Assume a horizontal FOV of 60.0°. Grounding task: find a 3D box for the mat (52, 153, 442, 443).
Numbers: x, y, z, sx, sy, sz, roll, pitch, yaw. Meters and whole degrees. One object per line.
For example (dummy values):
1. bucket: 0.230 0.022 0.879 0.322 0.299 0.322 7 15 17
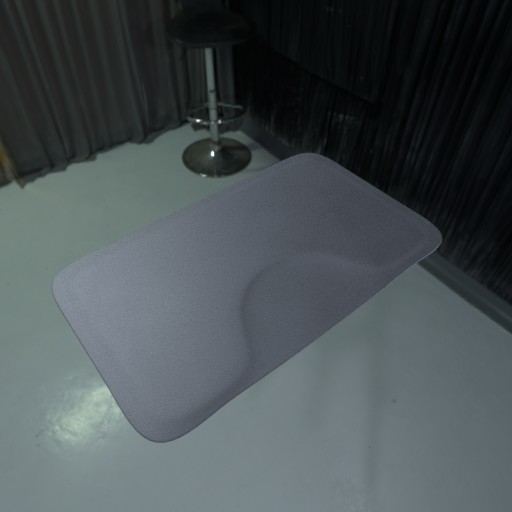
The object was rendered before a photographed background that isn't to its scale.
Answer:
1. mat: 0.000 0.000 1.887 1.524 0.013 0.918 -30 54 -25
